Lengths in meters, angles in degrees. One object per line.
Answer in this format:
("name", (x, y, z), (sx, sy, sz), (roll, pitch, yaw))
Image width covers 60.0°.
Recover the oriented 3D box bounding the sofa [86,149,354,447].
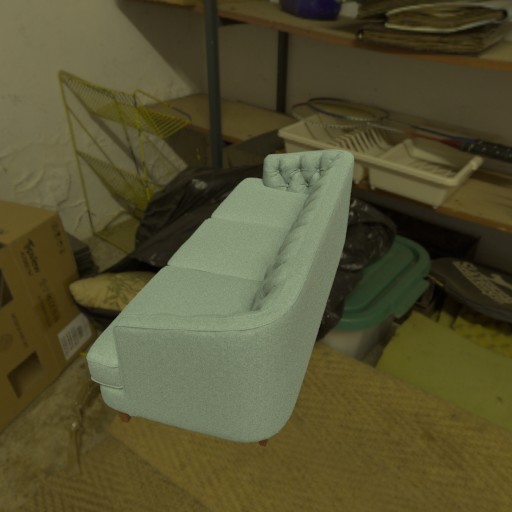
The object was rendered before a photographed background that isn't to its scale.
("sofa", (0.000, 0.000, 2.795), (0.941, 0.855, 2.278), (10, 33, 15))
